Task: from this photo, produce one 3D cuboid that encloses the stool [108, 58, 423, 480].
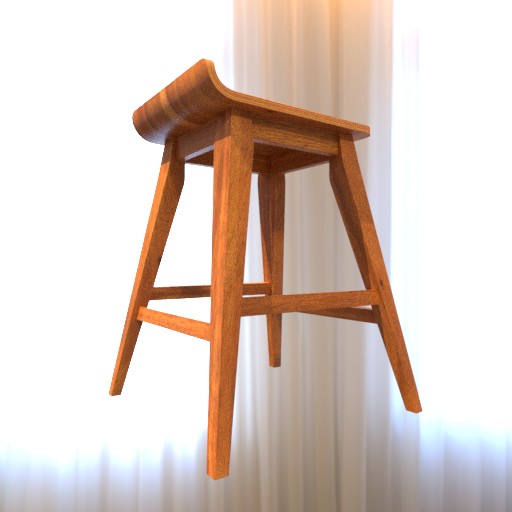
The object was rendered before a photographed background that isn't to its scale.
[{"bbox_3d":[0.000,0.000,0.987,0.500,0.650,0.500,0,-1,-35],"label":"stool"}]
